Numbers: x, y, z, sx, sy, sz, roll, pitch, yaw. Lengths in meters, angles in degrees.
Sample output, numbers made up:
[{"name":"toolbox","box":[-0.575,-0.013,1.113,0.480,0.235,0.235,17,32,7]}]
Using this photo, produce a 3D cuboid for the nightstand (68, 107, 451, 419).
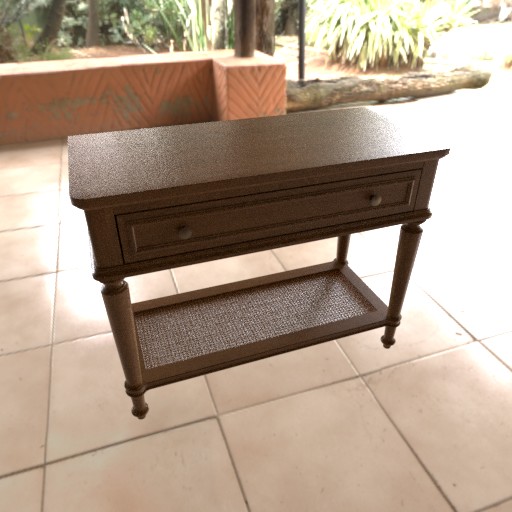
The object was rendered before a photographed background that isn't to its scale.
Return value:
[{"name":"nightstand","box":[0.000,0.000,1.334,0.914,0.700,0.432,-11,34,-17]}]
